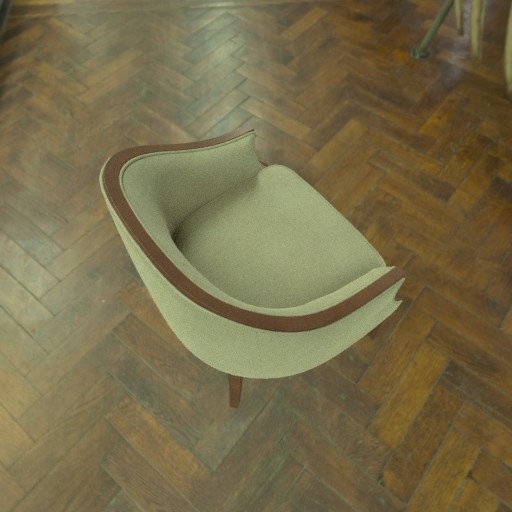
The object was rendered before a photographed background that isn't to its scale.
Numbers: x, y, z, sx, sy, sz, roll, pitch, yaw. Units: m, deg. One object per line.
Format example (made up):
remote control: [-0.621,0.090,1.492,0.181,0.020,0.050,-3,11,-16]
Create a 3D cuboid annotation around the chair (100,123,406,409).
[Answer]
chair: [0.000,0.000,1.489,0.735,0.876,0.803,-32,63,-18]
